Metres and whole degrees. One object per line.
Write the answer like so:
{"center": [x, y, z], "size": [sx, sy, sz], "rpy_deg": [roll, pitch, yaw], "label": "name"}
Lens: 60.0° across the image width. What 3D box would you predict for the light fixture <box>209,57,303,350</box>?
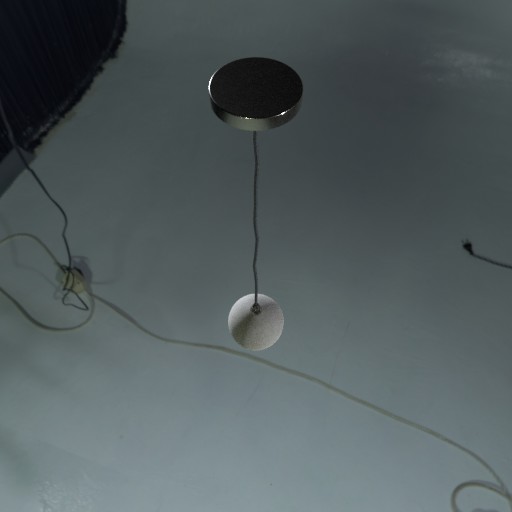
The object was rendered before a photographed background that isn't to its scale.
{"center": [0.000, 0.000, 0.844], "size": [0.139, 0.764, 0.139], "rpy_deg": [14, 60, 8], "label": "light fixture"}
